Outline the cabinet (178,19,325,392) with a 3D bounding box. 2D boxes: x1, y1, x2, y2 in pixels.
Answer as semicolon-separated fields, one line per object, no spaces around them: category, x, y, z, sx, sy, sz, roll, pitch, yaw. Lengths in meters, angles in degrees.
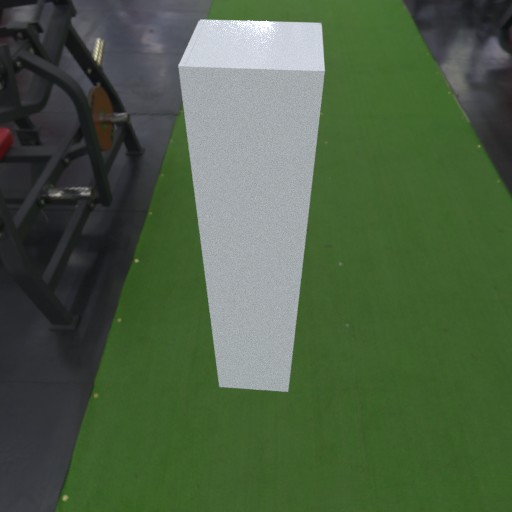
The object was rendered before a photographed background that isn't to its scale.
cabinet;0.000;0.000;1.506;0.300;1.400;0.270;3;47;3
